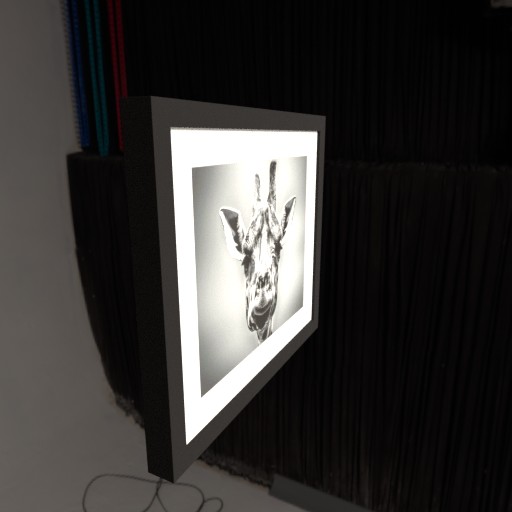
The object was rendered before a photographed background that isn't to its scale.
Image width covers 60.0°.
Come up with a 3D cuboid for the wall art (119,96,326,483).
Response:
[{"bbox_3d":[0.000,0.000,0.527,0.031,0.330,0.381,8,17,26],"label":"wall art"}]
